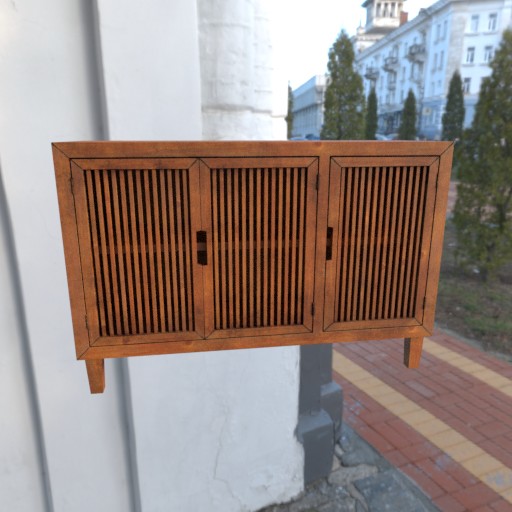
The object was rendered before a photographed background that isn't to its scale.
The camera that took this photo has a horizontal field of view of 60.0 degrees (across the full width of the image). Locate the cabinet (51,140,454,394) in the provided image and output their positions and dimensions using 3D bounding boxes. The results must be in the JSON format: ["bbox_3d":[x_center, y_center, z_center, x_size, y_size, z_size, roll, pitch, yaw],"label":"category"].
[{"bbox_3d":[0.000,0.000,1.605,1.204,0.805,0.403,-2,15,-8],"label":"cabinet"}]
